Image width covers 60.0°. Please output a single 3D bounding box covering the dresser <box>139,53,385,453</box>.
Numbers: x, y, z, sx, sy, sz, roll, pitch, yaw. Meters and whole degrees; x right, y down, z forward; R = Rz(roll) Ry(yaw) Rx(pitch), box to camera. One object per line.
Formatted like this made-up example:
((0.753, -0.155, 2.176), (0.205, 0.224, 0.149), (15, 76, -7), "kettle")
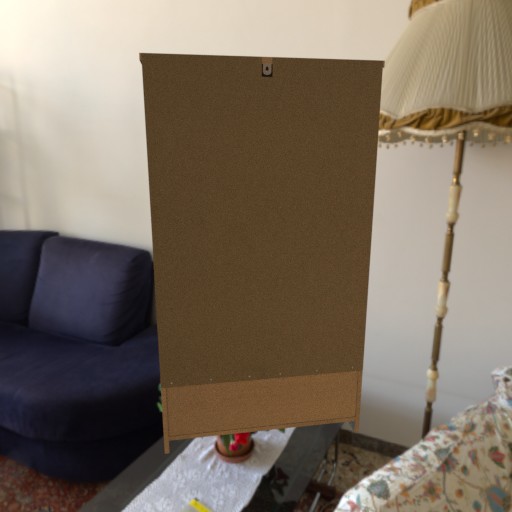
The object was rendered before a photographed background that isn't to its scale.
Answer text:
((0.000, 0.000, 1.589), (0.704, 1.255, 0.399), (-2, 15, -9), "dresser")
